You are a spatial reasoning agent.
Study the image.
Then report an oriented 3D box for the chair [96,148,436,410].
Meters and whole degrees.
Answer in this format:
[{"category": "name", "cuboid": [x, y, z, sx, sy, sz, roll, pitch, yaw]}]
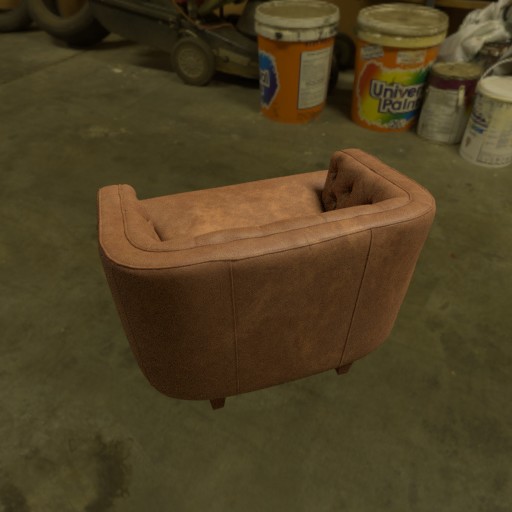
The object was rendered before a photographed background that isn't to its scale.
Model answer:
[{"category": "chair", "cuboid": [0.000, 0.000, 1.780, 1.119, 0.836, 0.911, -12, 42, -13]}]
